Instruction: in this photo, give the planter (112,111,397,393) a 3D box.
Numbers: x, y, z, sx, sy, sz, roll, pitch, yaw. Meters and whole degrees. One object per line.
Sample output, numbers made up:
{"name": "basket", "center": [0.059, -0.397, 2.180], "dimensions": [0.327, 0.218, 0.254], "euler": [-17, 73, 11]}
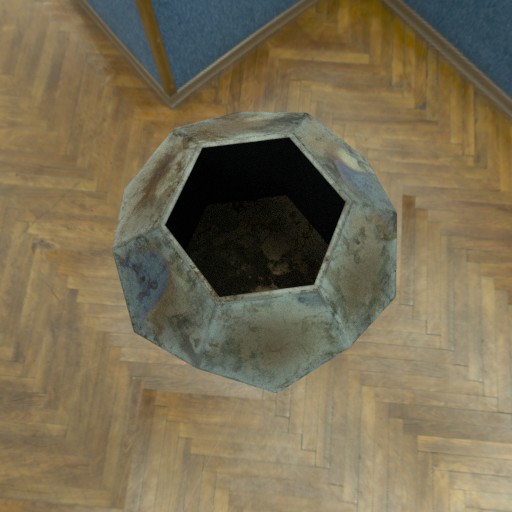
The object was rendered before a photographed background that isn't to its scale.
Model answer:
{"name": "planter", "center": [0.000, 0.000, 0.416], "dimensions": [0.243, 0.238, 0.221], "euler": [-37, 79, -9]}
